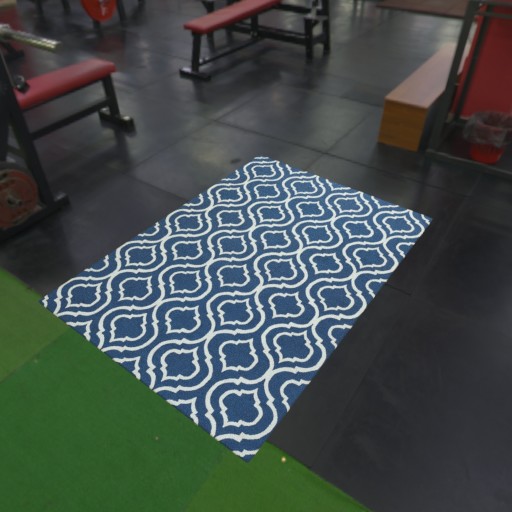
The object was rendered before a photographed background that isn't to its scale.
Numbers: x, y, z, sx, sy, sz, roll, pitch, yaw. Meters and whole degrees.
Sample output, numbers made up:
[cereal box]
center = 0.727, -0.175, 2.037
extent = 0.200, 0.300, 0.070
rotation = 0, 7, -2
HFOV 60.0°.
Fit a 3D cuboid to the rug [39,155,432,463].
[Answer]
[rug]
center = 0.000, 0.000, 2.835
extent = 1.524, 0.010, 2.134
rotation = 27, 48, 27
